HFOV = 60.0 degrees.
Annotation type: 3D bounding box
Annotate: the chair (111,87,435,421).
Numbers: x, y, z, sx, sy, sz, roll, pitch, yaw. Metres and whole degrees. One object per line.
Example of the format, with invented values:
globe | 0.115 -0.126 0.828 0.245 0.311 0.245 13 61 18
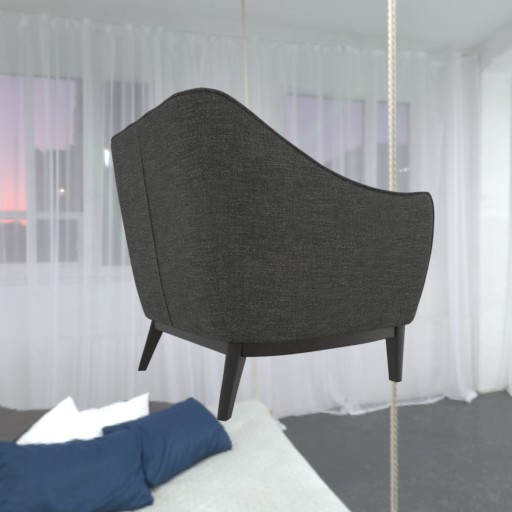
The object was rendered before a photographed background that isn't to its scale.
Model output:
chair | 0.000 0.000 1.540 0.851 0.829 0.870 0 1 -35
